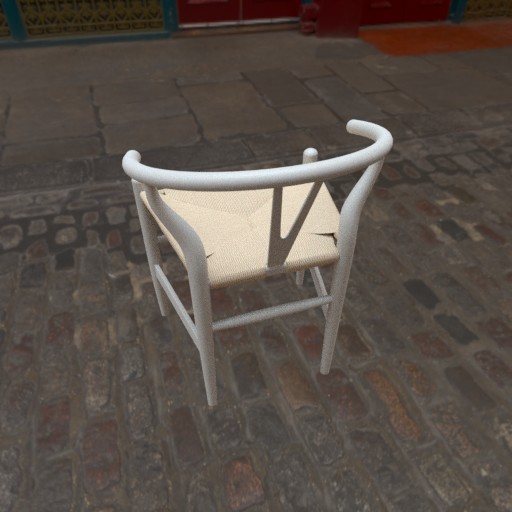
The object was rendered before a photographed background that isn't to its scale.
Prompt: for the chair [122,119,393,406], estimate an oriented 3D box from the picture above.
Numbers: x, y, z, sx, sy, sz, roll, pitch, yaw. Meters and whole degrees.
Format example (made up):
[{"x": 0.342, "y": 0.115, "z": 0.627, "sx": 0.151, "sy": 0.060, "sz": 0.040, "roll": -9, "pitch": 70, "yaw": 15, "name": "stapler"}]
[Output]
[{"x": 0.000, "y": 0.000, "z": 1.090, "sx": 0.533, "sy": 0.736, "sz": 0.500, "roll": -12, "pitch": 41, "yaw": -14, "name": "chair"}]
